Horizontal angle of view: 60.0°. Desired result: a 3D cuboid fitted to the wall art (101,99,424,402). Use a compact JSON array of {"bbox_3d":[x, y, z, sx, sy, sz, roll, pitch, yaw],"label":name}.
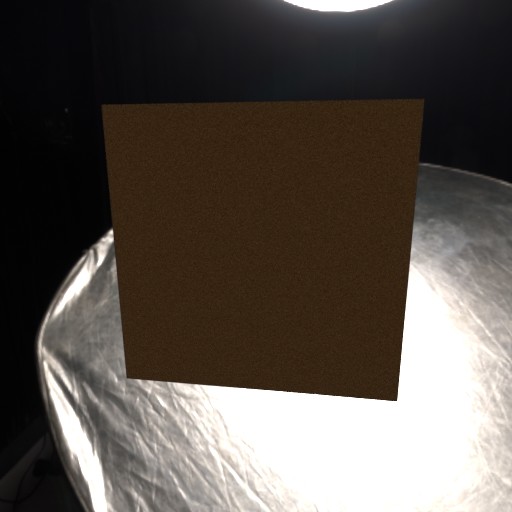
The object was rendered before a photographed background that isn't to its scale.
[{"bbox_3d":[0.000,0.000,0.920,0.611,0.608,0.042,2,16,9],"label":"wall art"}]
